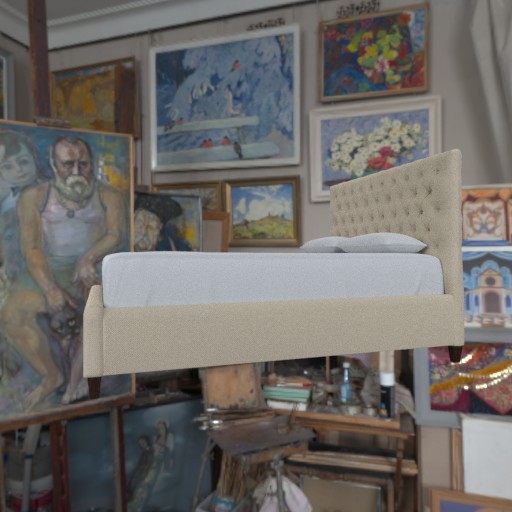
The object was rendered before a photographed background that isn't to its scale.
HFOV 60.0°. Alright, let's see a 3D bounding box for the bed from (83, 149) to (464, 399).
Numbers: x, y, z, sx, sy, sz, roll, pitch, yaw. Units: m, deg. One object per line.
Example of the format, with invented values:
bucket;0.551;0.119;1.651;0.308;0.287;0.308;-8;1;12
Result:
bed;0.000;0.000;3.357;2.387;1.427;1.698;0;0;-19
